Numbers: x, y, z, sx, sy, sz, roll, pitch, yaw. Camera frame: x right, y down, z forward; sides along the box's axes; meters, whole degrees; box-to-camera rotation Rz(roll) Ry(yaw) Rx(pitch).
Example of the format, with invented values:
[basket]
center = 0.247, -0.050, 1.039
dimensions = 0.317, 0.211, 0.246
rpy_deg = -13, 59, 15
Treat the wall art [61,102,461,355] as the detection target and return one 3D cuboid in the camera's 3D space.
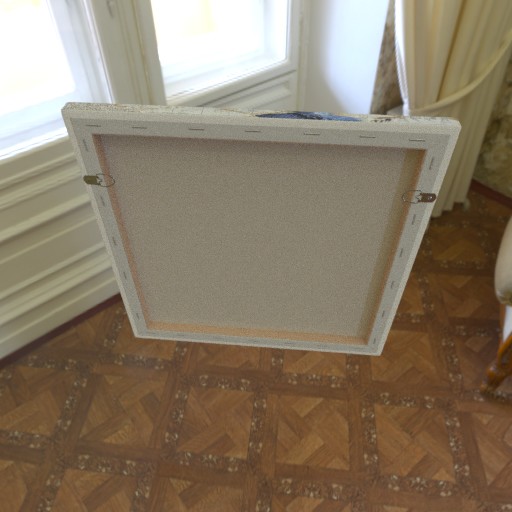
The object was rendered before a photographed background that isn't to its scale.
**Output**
[wall art]
center = 0.000, 0.000, 1.331
dimensions = 0.912, 0.914, 0.039
rpy_deg = 4, 45, 4
